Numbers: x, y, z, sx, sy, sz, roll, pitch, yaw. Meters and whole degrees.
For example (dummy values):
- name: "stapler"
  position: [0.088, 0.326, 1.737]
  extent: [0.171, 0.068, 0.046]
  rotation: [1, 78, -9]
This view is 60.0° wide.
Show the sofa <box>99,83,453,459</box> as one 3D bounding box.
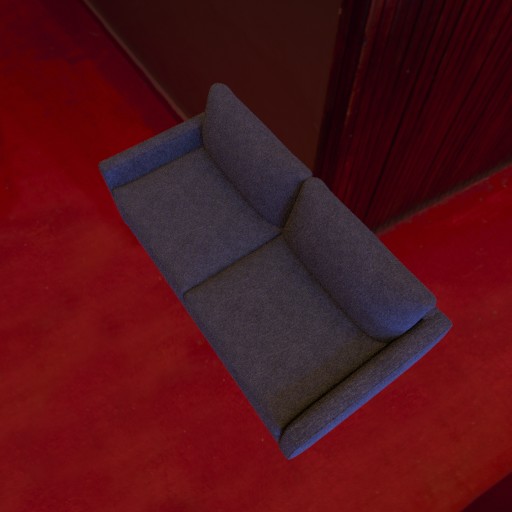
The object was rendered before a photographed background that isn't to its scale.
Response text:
- name: "sofa"
  position: [0.000, 0.000, 2.249]
  extent: [0.866, 0.862, 1.716]
  rotation: [-32, 65, -17]
